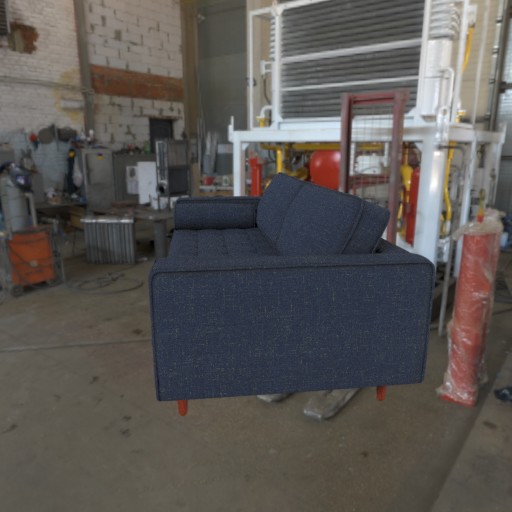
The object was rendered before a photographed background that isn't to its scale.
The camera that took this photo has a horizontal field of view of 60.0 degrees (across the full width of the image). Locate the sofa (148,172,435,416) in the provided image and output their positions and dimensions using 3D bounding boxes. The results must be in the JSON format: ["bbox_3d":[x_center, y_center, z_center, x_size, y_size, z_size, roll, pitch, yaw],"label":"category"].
[{"bbox_3d":[0.000,0.000,2.273,0.914,0.762,1.880,-2,14,-7],"label":"sofa"}]
